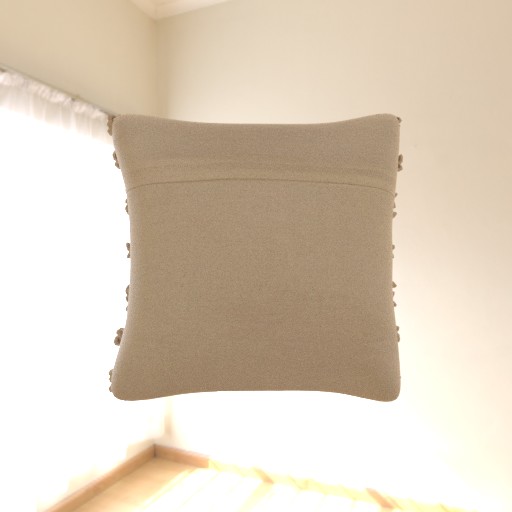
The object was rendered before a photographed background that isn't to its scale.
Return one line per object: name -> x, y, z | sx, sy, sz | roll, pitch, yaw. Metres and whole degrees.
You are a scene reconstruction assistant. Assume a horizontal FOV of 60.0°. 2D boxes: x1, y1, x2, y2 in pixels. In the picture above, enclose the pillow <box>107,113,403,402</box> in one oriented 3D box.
pillow -> 0.000, 0.000, 0.659 | 0.437, 0.427, 0.145 | 0, -1, -1
